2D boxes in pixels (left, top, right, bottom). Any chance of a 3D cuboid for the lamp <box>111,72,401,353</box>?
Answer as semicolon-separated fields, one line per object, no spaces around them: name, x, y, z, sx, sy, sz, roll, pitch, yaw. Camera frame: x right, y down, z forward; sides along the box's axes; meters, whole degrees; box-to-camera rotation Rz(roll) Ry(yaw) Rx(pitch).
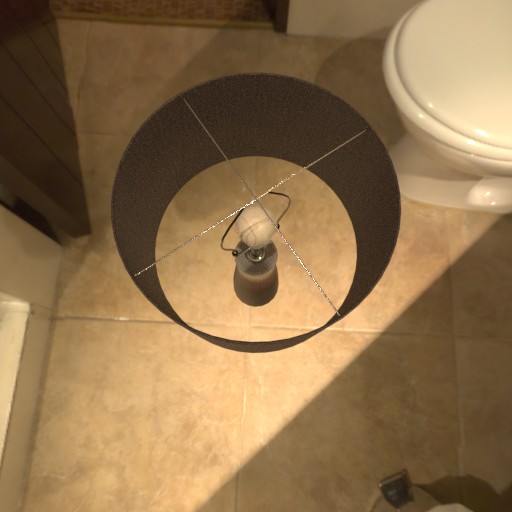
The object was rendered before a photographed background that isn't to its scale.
lamp;0.000;0.000;0.699;0.303;0.488;0.303;0;75;0
